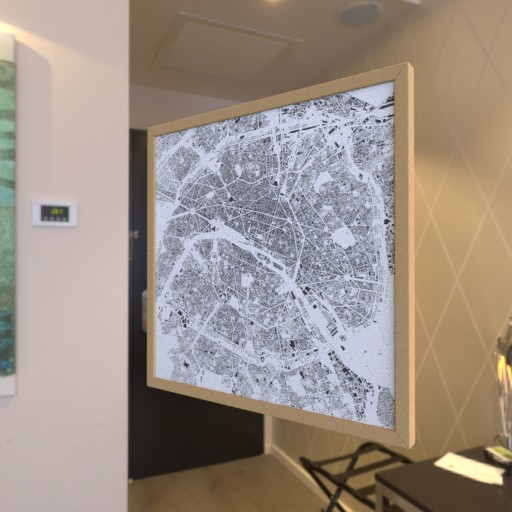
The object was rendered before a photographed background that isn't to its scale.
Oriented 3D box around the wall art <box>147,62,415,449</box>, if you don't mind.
[{"bbox_3d":[0.000,0.000,1.104,0.761,0.761,0.037,0,-1,35],"label":"wall art"}]
